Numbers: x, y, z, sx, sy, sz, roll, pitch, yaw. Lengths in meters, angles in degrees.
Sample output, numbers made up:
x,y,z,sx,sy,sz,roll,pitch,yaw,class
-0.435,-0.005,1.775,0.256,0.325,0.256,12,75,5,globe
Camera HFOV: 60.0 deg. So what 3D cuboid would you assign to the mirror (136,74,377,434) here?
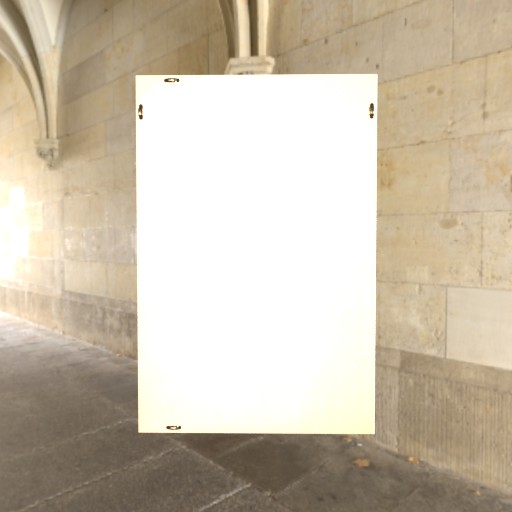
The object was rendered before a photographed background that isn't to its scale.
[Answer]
x,y,z,sx,sy,sz,roll,pitch,yaw,class
0.000,0.000,1.147,0.609,0.915,0.041,0,2,1,mirror
